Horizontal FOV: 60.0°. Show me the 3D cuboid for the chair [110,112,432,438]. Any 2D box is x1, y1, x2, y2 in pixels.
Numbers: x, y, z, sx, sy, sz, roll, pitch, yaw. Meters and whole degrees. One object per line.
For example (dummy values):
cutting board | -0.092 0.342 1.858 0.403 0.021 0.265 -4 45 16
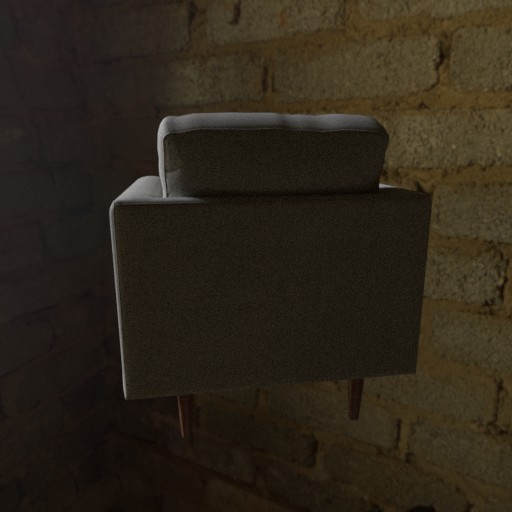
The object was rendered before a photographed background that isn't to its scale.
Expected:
chair | 0.000 0.000 1.549 0.855 0.927 0.800 -2 15 -9
